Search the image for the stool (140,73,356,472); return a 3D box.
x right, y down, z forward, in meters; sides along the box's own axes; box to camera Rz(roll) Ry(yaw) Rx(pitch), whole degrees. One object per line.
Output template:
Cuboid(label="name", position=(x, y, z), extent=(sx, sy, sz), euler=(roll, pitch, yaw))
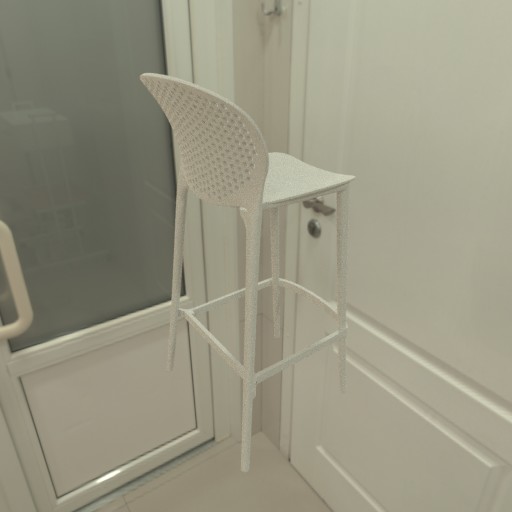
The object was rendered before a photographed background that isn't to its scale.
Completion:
Cuboid(label="stool", position=(0.000, 0.000, 1.345), extent=(0.535, 1.045, 0.536), euler=(-17, 31, -30))
